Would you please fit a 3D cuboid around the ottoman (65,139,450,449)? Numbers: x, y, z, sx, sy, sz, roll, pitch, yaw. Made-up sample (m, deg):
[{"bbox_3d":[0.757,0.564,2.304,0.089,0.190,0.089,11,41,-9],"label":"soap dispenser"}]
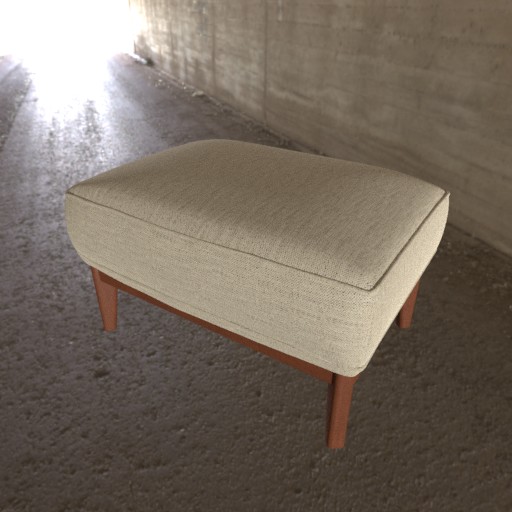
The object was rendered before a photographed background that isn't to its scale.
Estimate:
[{"bbox_3d":[0.000,0.000,1.145,0.794,0.465,0.594,18,35,28],"label":"ottoman"}]
